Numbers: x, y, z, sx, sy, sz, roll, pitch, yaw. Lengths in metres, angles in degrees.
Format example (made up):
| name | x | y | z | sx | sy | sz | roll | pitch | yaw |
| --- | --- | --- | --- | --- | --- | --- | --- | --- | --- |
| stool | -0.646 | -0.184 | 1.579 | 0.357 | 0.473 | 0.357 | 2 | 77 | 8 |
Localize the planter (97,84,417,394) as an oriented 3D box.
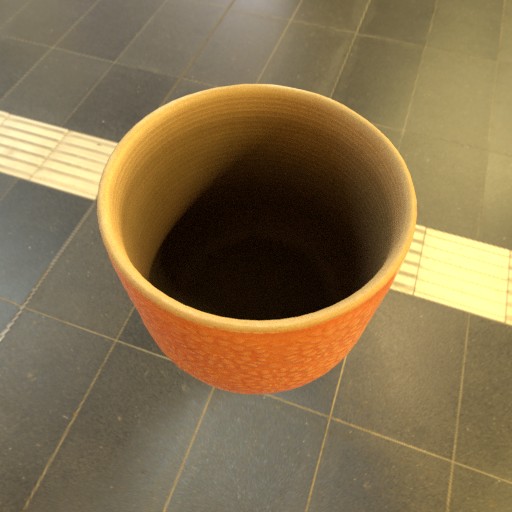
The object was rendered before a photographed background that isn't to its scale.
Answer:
| name | x | y | z | sx | sy | sz | roll | pitch | yaw |
| --- | --- | --- | --- | --- | --- | --- | --- | --- | --- |
| planter | 0.000 | 0.000 | 0.292 | 0.170 | 0.152 | 0.170 | 0 | 58 | 0 |
